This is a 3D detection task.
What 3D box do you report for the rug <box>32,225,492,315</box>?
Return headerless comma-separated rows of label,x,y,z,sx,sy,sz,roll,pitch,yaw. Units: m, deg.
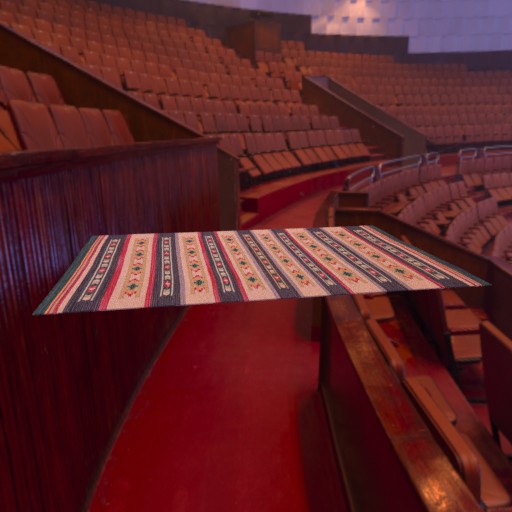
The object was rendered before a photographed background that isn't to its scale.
rug,0.000,0.000,2.903,2.311,0.010,1.522,-3,16,-9
